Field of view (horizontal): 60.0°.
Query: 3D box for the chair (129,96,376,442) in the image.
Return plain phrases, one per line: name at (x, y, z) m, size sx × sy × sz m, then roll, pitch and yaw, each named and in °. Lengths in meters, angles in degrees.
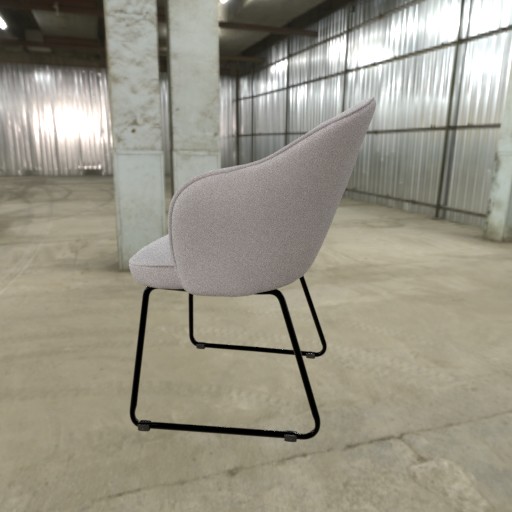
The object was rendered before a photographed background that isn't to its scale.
chair at (0.000, 0.000, 1.225) m, size 0.592 × 0.817 × 0.570 m, roll 2°, pitch 14°, yaw 9°
